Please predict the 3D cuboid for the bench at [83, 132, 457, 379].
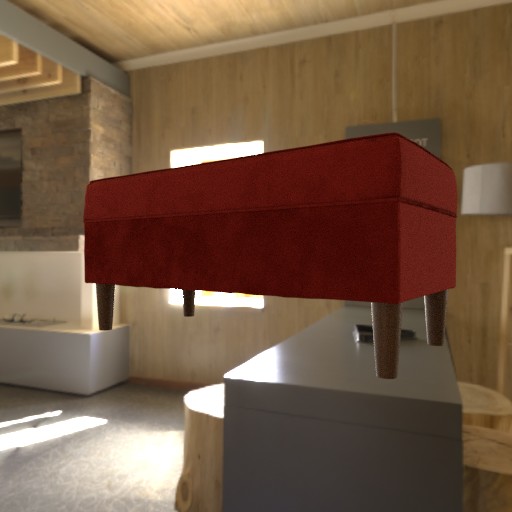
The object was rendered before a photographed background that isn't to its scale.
[{"bbox_3d":[0.000,0.000,1.297,1.016,0.471,0.492,0,0,36],"label":"bench"}]
